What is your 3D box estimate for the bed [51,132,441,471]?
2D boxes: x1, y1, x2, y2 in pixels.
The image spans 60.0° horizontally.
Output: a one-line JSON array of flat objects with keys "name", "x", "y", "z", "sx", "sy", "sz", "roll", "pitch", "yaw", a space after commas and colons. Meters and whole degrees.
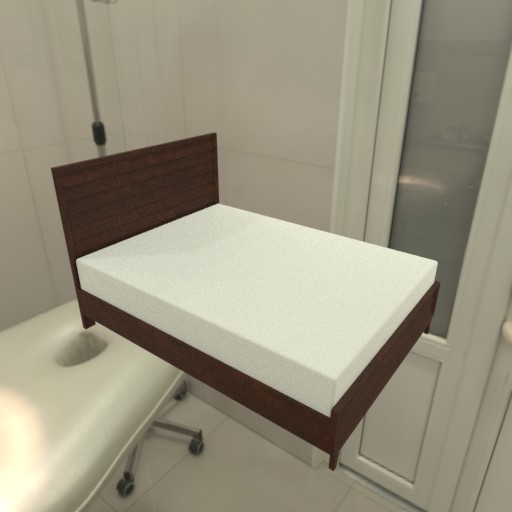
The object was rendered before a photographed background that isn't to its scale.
[{"name": "bed", "x": 0.000, "y": 0.000, "z": 3.179, "sx": 2.184, "sy": 1.270, "sz": 1.600, "roll": 18, "pitch": 31, "yaw": 33}]
